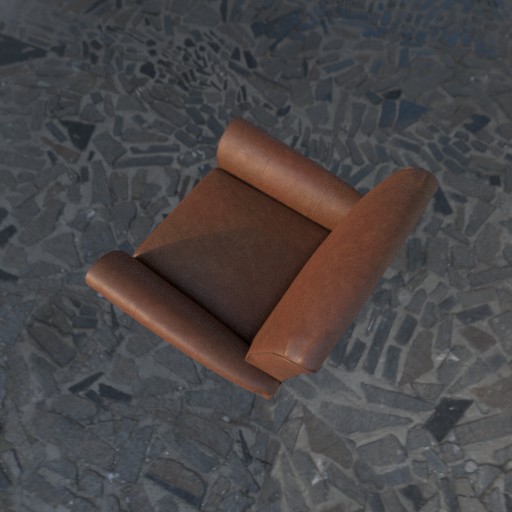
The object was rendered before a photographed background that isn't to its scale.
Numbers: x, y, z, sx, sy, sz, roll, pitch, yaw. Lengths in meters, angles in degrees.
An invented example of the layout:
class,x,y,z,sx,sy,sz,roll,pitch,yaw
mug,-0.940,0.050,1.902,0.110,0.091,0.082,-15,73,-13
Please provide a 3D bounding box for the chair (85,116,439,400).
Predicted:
class,x,y,z,sx,sy,sz,roll,pitch,yaw
chair,0.000,0.000,1.776,0.902,1.061,0.978,33,69,15
